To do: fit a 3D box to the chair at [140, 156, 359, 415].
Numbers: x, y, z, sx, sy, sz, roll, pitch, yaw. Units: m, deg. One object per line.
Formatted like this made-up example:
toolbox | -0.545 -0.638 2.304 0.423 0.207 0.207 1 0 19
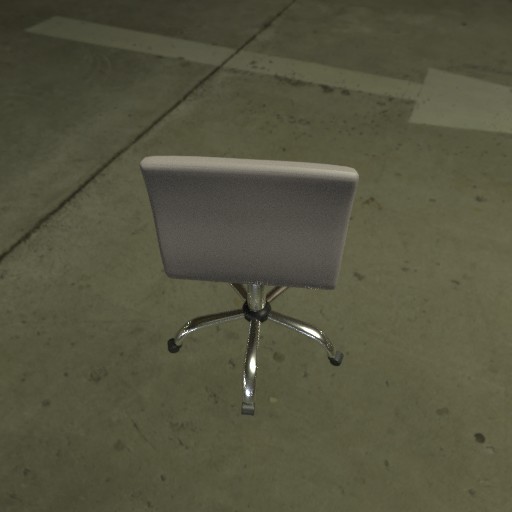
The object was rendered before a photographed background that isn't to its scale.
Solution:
chair | 0.000 0.000 1.160 0.556 0.780 0.530 4 47 4
